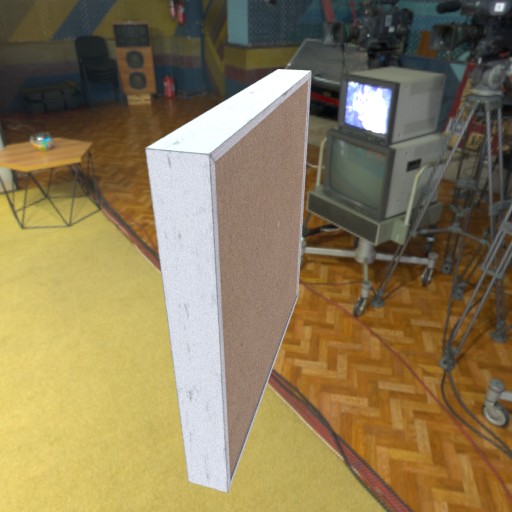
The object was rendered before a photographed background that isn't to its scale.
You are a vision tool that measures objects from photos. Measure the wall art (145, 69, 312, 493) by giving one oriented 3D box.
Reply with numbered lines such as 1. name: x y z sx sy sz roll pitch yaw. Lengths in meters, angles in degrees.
1. wall art: 0.000 0.000 0.442 0.038 0.305 0.305 8 32 14
